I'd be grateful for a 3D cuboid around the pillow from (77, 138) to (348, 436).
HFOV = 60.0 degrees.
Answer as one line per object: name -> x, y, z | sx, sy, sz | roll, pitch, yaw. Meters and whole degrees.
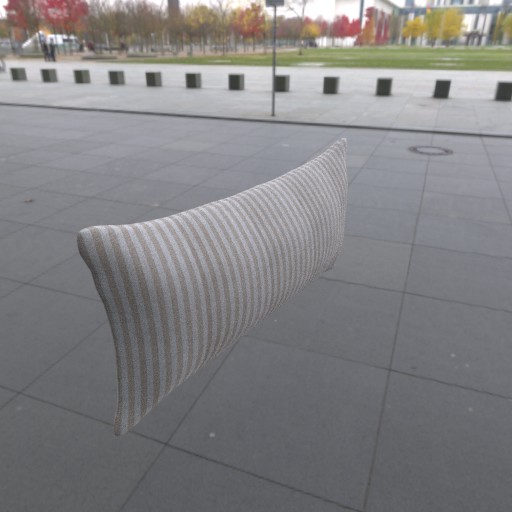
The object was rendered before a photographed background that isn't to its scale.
pillow -> 0.000, 0.000, 0.741 | 0.151, 0.295, 0.617 | 18, 31, 32
